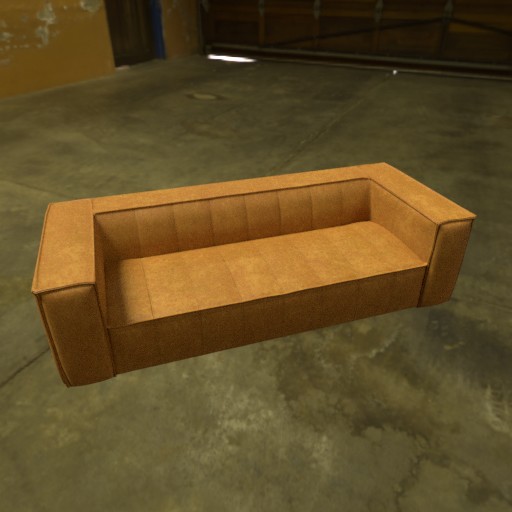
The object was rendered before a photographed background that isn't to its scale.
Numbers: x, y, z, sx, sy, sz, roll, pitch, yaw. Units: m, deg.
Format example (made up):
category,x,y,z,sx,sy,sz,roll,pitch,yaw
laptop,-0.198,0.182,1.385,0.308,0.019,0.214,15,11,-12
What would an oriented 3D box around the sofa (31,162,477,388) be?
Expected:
category,x,y,z,sx,sy,sz,roll,pitch,yaw
sofa,0.000,0.000,2.987,2.581,0.701,1.102,-10,33,-15
